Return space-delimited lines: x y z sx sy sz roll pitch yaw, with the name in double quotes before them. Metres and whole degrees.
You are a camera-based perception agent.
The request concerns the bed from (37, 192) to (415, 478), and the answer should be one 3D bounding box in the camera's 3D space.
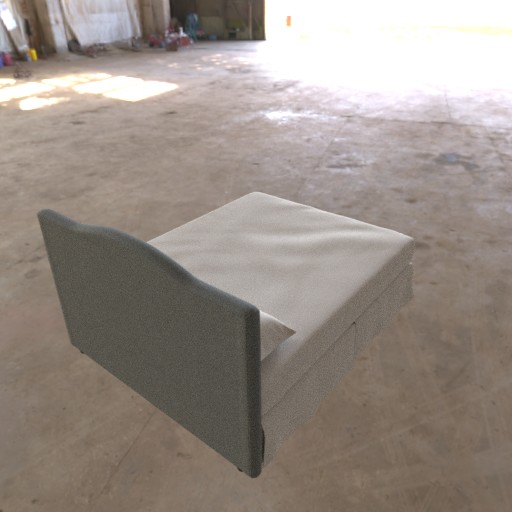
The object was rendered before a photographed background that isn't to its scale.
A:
"bed" 0.000 0.000 3.961 2.161 1.457 2.689 22 36 32
